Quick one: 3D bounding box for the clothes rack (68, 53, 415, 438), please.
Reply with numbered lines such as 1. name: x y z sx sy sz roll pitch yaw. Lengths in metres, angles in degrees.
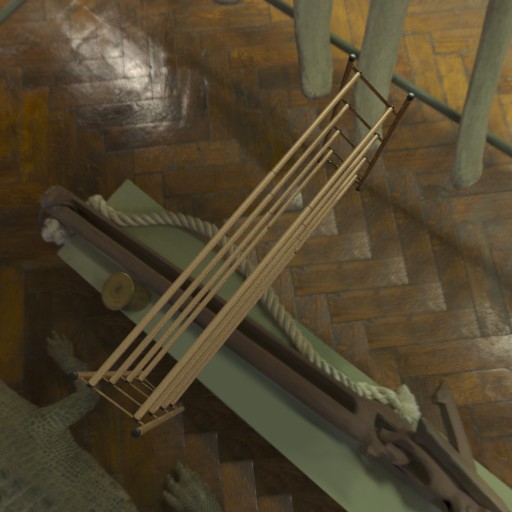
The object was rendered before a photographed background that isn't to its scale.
1. clothes rack: 0.000 0.000 1.478 0.229 0.672 1.168 38 79 9
